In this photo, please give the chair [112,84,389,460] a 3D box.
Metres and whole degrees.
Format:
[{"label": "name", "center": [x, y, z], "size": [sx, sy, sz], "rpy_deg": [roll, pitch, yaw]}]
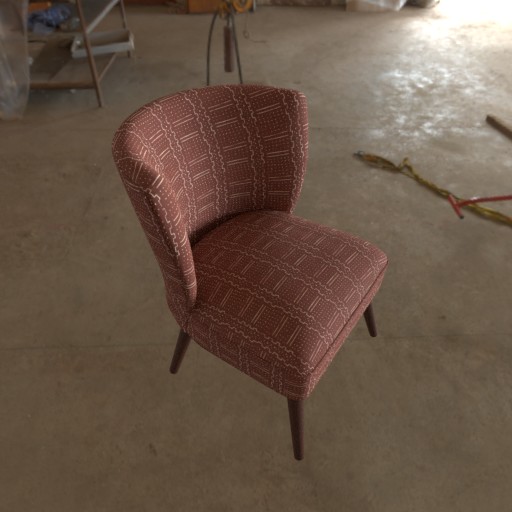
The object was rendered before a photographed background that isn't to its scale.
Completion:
[{"label": "chair", "center": [0.000, 0.000, 1.428], "size": [0.758, 0.866, 0.706], "rpy_deg": [24, 46, 25]}]
